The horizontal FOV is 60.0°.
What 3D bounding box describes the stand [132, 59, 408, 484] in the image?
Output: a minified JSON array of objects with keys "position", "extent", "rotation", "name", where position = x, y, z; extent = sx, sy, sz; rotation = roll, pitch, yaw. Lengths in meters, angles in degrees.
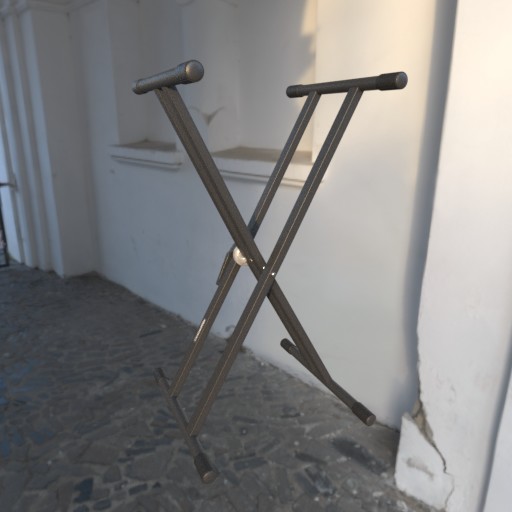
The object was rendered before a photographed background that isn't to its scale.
[{"position":[0.000,0.000,1.194],"extent":[0.503,0.900,0.495],"rotation":[-8,19,-24],"name":"stand"}]
